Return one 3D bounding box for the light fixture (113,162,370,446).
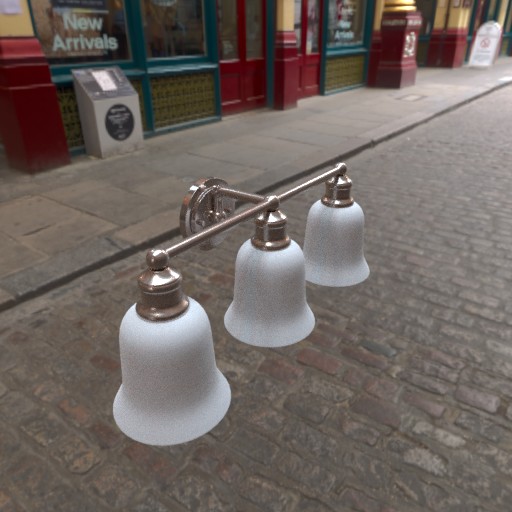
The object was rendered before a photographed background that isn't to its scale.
[{"bbox_3d":[0.000,0.000,0.676,0.198,0.211,0.570,18,32,32],"label":"light fixture"}]
